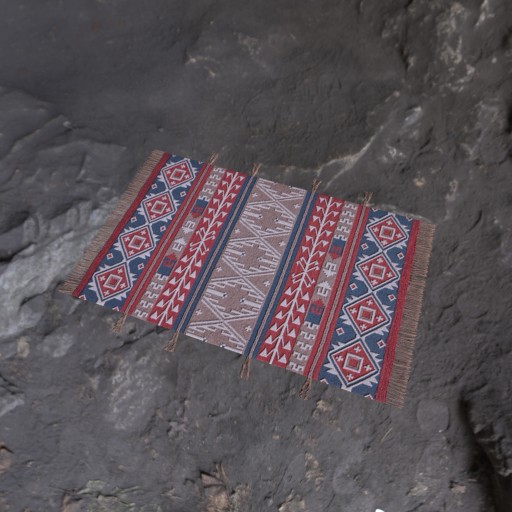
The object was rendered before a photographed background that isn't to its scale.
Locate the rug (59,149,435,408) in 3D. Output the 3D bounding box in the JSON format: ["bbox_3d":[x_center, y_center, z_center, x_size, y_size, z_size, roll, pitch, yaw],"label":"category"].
[{"bbox_3d":[0.000,0.000,2.712,2.025,0.040,1.469,17,59,10],"label":"rug"}]
